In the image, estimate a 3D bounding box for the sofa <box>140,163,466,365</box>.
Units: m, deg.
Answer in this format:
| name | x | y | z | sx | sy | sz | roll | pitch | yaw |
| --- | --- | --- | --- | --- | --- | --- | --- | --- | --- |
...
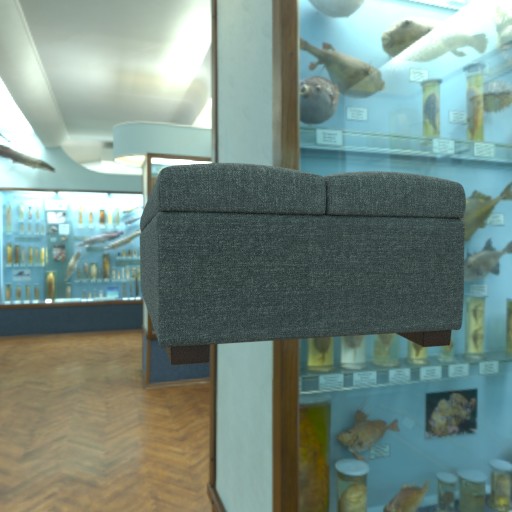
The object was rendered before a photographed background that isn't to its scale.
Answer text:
| name | x | y | z | sx | sy | sz | roll | pitch | yaw |
| --- | --- | --- | --- | --- | --- | --- | --- | --- | --- |
| sofa | 0.000 | 0.000 | 1.550 | 0.782 | 0.417 | 1.198 | 0 | 1 | -16 |
